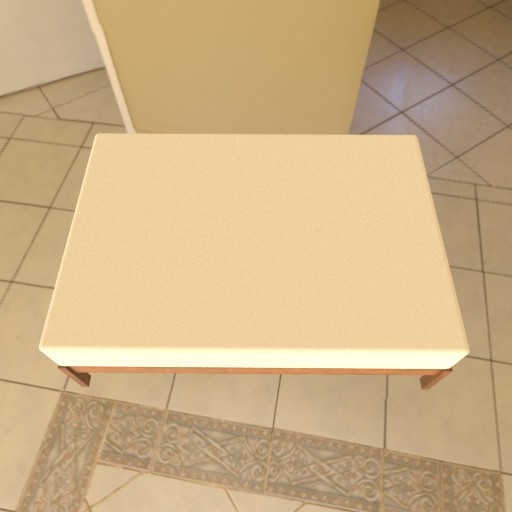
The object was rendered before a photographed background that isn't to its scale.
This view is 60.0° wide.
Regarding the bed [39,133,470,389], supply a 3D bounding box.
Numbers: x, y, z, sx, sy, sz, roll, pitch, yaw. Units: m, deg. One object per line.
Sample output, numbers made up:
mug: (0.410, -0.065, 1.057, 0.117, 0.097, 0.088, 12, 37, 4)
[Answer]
bed: (0.000, 0.000, 2.548, 1.927, 0.616, 1.348, 0, 59, 0)
